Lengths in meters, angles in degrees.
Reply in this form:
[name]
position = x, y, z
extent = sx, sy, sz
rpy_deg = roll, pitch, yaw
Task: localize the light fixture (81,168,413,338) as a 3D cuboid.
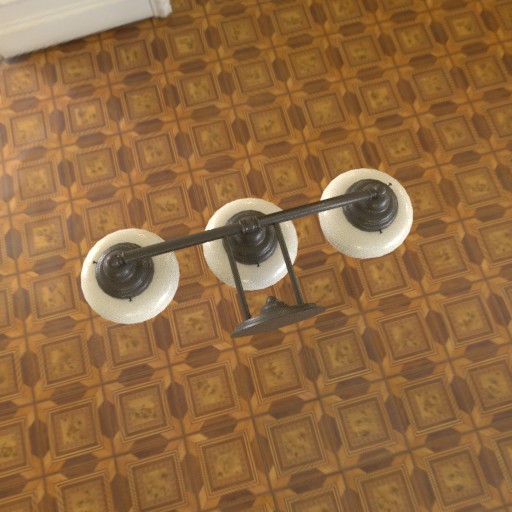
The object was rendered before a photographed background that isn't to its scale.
[light fixture]
position = 0.000, 0.000, 0.717
extent = 0.587, 0.242, 0.239
rpy_deg = -15, 75, -4
